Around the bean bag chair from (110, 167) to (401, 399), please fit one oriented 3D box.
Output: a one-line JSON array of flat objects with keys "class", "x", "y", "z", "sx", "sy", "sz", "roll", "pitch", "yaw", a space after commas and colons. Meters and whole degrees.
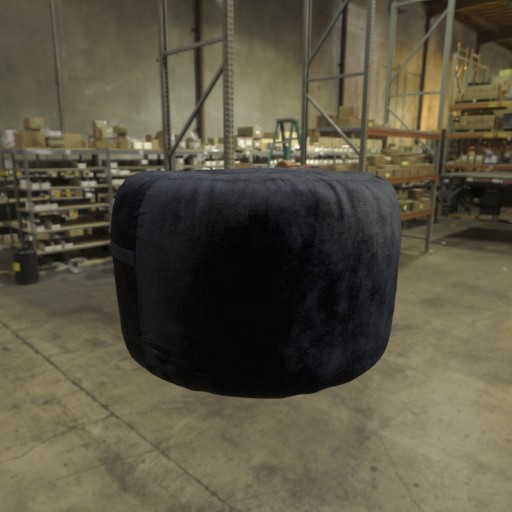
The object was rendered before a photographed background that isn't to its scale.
[{"class": "bean bag chair", "x": 0.000, "y": 0.000, "z": 1.970, "sx": 1.219, "sy": 0.762, "sz": 1.219, "roll": 0, "pitch": 13, "yaw": 0}]
